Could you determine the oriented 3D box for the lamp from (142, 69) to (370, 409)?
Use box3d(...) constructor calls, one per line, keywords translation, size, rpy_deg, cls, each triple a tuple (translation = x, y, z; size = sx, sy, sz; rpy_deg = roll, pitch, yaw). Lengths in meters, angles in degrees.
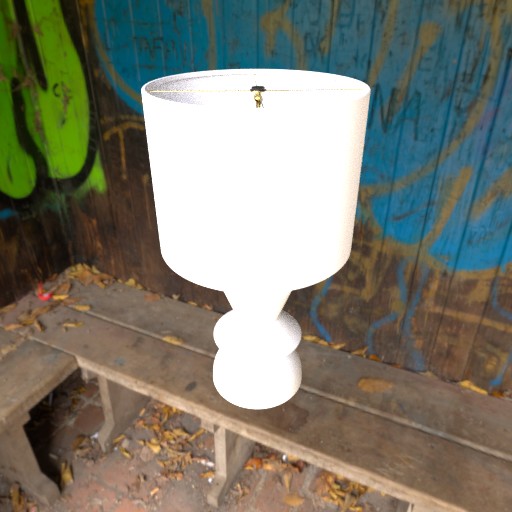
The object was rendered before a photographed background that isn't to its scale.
box3d(translation=(0.000, 0.000, 0.730), size=(0.301, 0.533, 0.301), rpy_deg=(-1, 30, -2), cls="lamp")
